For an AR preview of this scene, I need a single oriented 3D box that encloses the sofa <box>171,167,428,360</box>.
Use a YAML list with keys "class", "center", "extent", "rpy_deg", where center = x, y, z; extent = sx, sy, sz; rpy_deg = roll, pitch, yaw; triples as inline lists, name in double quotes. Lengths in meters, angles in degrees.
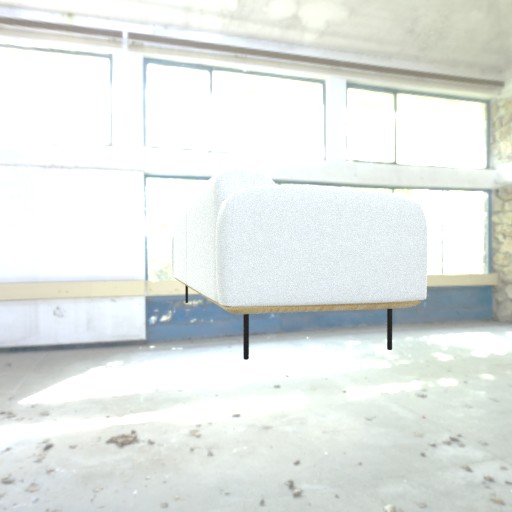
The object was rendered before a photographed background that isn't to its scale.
- class: "sofa"
  center: [0.000, 0.000, 2.737]
  extent: [0.870, 0.780, 2.280]
  rpy_deg: [0, 0, -15]
